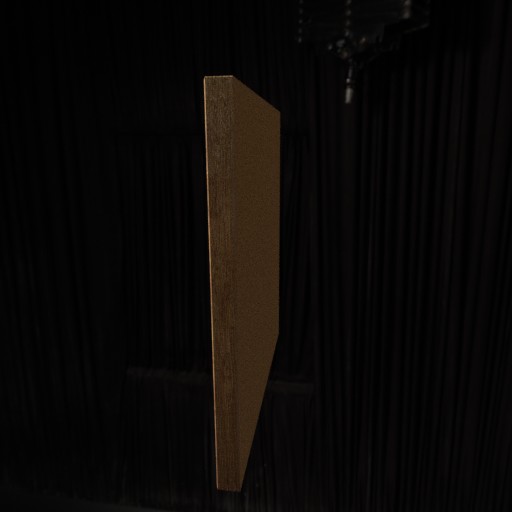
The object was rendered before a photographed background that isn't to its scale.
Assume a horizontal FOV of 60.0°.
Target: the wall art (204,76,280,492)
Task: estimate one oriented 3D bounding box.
[{"bbox_3d":[0.000,0.000,0.907,0.042,0.608,0.611,2,14,8],"label":"wall art"}]
